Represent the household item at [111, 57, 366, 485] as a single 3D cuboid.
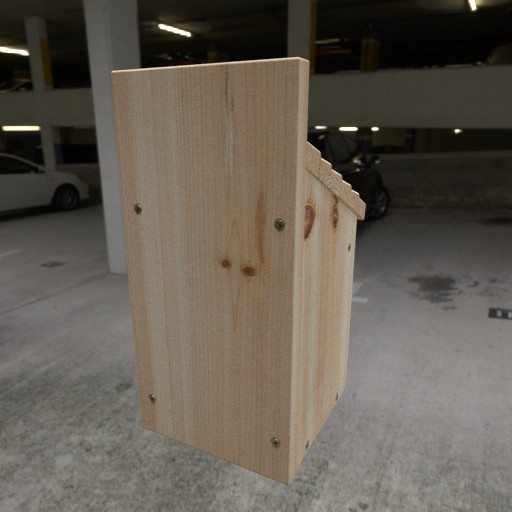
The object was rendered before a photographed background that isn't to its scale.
[{"bbox_3d":[0.000,0.000,0.399,0.149,0.300,0.171,9,18,27],"label":"household item"}]
